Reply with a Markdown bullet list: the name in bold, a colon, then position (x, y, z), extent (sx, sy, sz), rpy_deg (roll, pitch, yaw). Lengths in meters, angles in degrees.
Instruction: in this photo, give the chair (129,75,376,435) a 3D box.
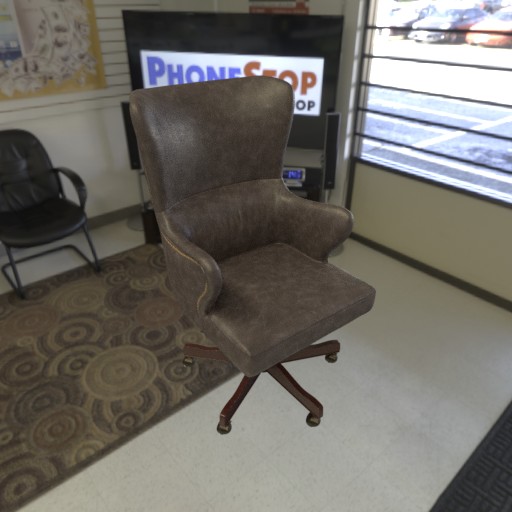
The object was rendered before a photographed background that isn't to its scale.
- **chair**: position (0.000, 0.000, 1.496), extent (0.594, 1.037, 0.717), rpy_deg (-21, 36, -32)
